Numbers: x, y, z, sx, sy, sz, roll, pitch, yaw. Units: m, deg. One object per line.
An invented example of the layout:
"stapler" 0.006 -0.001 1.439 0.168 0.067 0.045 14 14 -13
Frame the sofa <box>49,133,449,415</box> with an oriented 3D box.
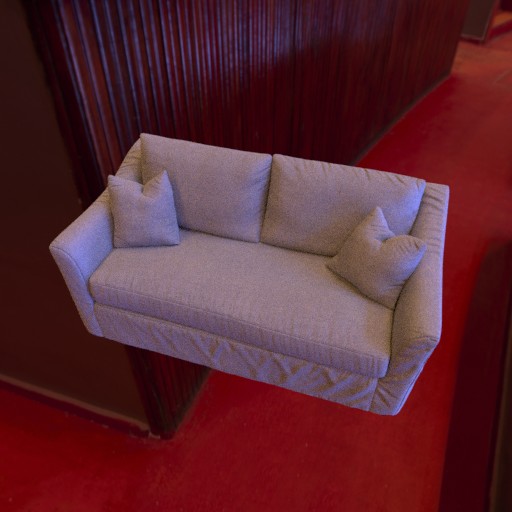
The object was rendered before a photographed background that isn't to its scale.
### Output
"sofa" 0.000 0.000 2.616 2.010 1.018 1.072 12 42 14
